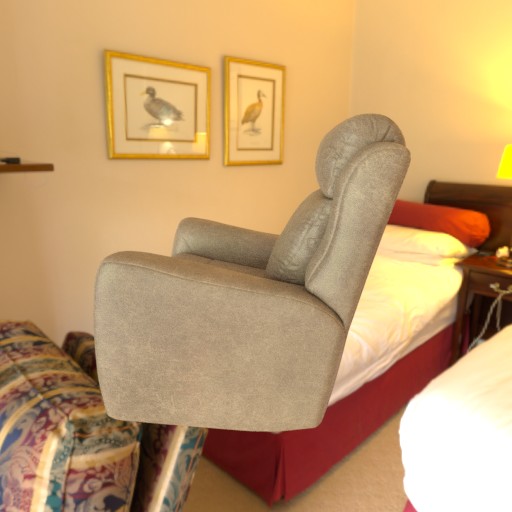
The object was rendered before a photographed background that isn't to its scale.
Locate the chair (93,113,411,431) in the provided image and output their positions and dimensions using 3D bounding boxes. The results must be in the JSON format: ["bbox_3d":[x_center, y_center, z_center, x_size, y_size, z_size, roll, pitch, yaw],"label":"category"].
[{"bbox_3d":[0.000,0.000,1.888,1.068,1.116,0.965,2,14,8],"label":"chair"}]
